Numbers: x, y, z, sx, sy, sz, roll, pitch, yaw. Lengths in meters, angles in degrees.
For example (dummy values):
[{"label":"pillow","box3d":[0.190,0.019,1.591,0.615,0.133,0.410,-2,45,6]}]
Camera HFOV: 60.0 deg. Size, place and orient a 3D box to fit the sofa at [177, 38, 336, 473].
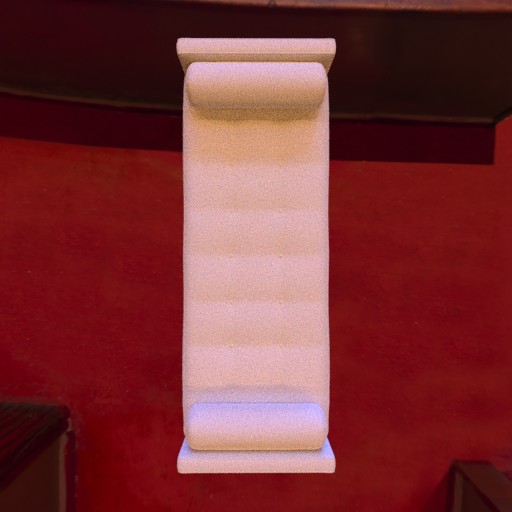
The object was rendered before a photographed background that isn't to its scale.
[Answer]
[{"label":"sofa","box3d":[0.000,0.000,2.304,0.746,0.641,1.985,0,90,0]}]
